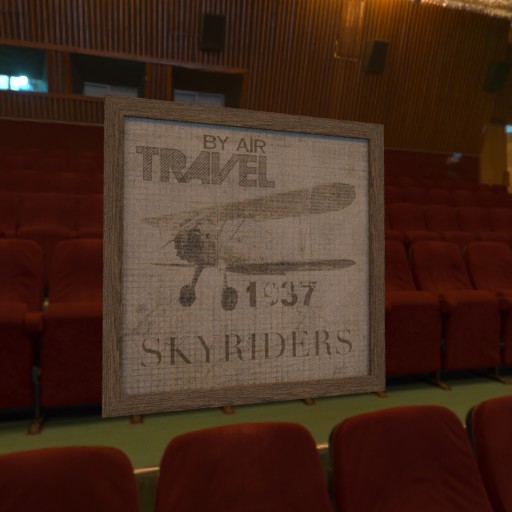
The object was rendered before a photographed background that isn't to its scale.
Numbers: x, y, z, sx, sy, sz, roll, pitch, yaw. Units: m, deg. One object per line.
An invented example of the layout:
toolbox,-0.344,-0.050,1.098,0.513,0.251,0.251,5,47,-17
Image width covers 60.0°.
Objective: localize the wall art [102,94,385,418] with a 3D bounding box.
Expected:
wall art,0.000,0.000,0.780,0.508,0.508,0.019,0,-1,-17
